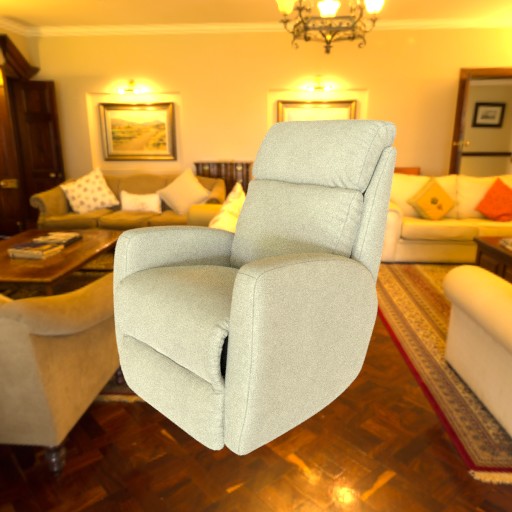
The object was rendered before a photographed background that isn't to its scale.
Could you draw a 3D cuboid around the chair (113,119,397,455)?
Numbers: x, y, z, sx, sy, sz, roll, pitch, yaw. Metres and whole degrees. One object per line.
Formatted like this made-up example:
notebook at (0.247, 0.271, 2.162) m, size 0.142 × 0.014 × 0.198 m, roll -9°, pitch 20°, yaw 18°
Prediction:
chair at (0.000, 0.000, 1.703) m, size 0.812 × 1.015 × 0.941 m, roll 15°, pitch 21°, yaw 43°
